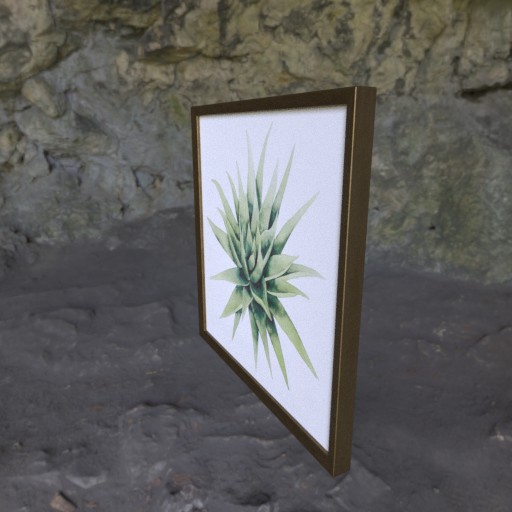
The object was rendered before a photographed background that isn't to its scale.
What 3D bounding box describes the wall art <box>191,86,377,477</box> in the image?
[{"bbox_3d":[0.000,0.000,0.760,0.030,0.506,0.503,-8,18,-27],"label":"wall art"}]
